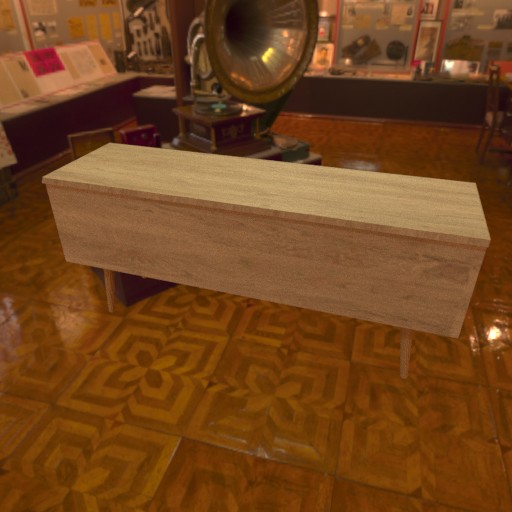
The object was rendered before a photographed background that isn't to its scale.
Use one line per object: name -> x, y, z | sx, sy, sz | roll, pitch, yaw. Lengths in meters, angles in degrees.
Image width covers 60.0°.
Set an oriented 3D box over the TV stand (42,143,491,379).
TV stand -> 0.000, 0.000, 1.545 | 1.313, 0.565, 0.401 | 10, 33, 15
